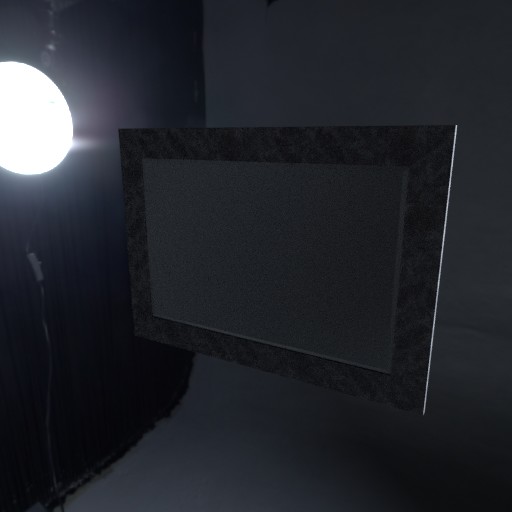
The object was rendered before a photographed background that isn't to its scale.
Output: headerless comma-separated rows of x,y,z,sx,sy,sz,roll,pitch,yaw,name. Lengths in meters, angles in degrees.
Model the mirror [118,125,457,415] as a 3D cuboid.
0.000,0.000,1.426,1.101,0.795,0.022,8,17,28,mirror
